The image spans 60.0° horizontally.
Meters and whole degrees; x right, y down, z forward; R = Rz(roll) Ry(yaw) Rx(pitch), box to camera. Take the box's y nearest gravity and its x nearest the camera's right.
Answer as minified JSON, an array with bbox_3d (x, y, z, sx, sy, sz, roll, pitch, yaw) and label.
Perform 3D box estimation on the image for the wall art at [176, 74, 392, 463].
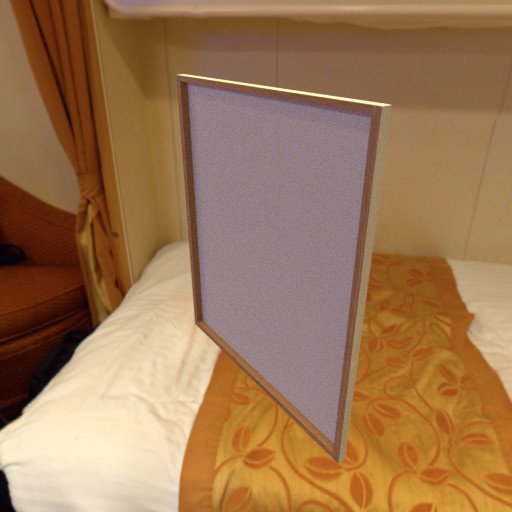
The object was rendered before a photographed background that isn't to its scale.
[{"bbox_3d":[0.000,0.000,0.985,0.021,0.710,0.609,-18,32,-32],"label":"wall art"}]
